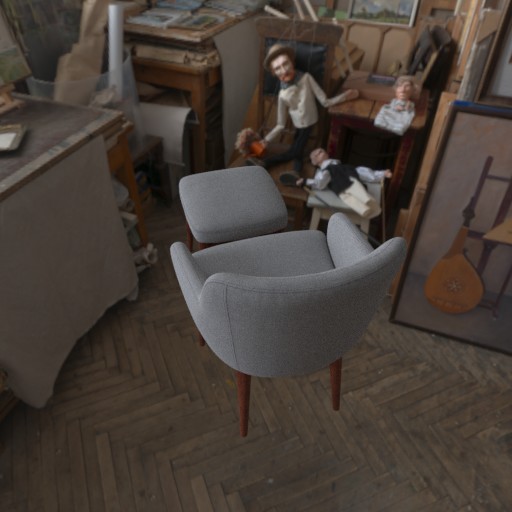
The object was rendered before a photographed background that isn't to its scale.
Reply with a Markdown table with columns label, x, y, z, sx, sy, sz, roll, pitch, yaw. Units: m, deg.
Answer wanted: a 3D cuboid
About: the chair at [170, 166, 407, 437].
| label | x | y | z | sx | sy | sz | roll | pitch | yaw |
| --- | --- | --- | --- | --- | --- | --- | --- | --- | --- |
| chair | 0.000 | 0.000 | 1.564 | 0.584 | 0.799 | 1.107 | -11 | 43 | -12 |
